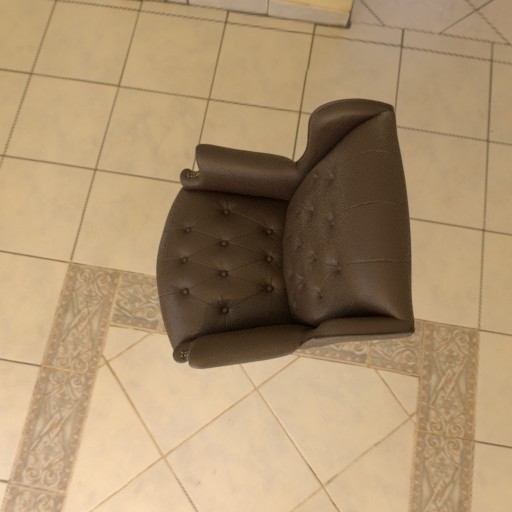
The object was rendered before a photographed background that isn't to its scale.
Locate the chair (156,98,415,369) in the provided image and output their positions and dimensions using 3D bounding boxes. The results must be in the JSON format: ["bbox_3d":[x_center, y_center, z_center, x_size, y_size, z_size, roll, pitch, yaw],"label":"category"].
[{"bbox_3d":[0.000,0.000,1.678,0.819,1.132,0.829,0,76,0],"label":"chair"}]
